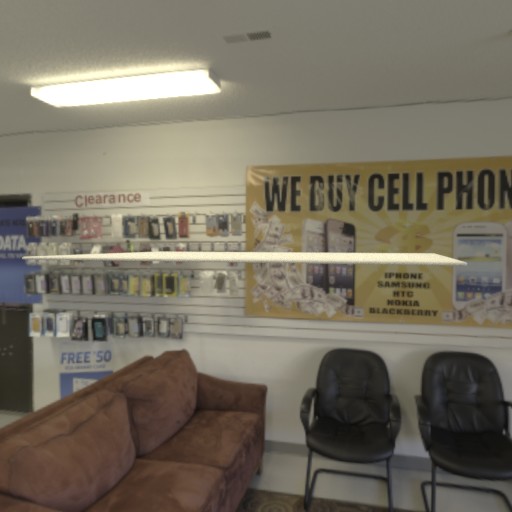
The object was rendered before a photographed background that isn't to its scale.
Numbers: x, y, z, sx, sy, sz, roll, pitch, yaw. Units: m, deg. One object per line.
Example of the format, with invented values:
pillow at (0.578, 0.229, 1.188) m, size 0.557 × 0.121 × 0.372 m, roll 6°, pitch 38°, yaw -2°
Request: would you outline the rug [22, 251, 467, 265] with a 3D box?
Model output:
rug at (0.000, 0.000, 2.298) m, size 1.829 × 0.013 × 1.219 m, roll 1°, pitch 2°, yaw 17°
